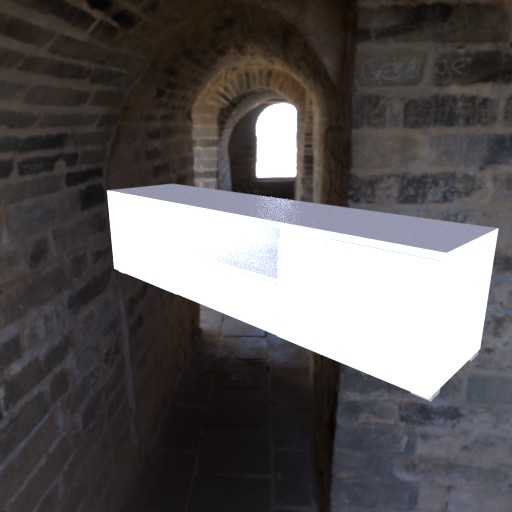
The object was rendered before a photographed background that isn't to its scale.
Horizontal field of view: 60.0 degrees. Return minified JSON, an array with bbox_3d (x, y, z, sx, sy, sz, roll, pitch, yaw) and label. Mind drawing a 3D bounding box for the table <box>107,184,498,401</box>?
[{"bbox_3d":[0.000,0.000,1.806,1.650,0.420,0.390,15,22,42],"label":"table"}]
